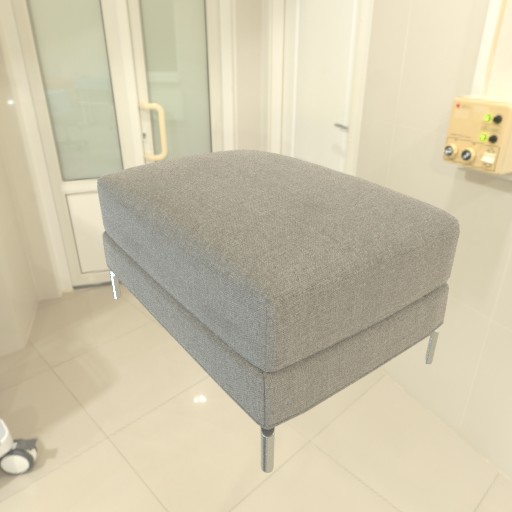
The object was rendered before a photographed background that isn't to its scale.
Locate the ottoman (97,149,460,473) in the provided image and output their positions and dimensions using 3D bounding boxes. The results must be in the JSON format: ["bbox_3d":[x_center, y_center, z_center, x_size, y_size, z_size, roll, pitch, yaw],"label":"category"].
[{"bbox_3d":[0.000,0.000,1.195,0.584,0.457,0.838,-19,32,-32],"label":"ottoman"}]
